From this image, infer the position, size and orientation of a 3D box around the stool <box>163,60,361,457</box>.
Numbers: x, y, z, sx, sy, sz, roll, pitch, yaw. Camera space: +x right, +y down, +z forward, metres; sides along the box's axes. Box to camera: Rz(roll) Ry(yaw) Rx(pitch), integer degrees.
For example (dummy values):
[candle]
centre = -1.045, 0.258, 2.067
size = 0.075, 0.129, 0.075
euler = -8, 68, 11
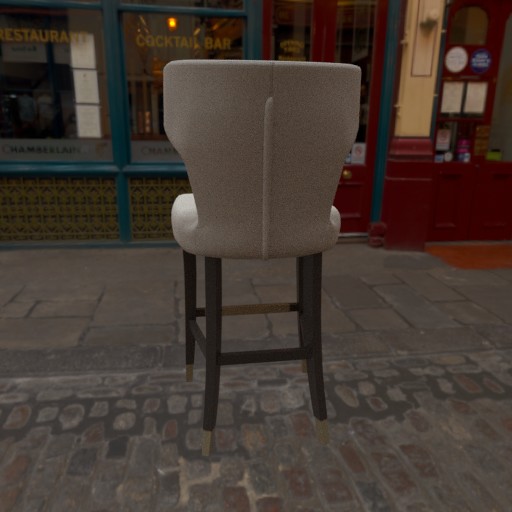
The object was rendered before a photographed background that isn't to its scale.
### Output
[stool]
centre = 0.000, 0.000, 1.412
size = 0.526, 1.092, 0.563
euler = -2, 15, -8
